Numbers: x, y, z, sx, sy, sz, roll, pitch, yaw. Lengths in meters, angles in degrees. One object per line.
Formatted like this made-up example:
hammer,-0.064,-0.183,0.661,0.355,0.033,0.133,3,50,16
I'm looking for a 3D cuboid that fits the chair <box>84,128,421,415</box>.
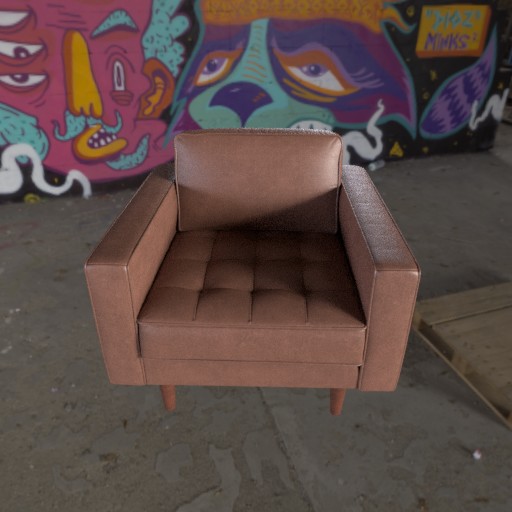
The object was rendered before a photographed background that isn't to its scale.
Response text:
chair,0.000,0.000,1.594,0.920,0.770,0.900,1,30,2
